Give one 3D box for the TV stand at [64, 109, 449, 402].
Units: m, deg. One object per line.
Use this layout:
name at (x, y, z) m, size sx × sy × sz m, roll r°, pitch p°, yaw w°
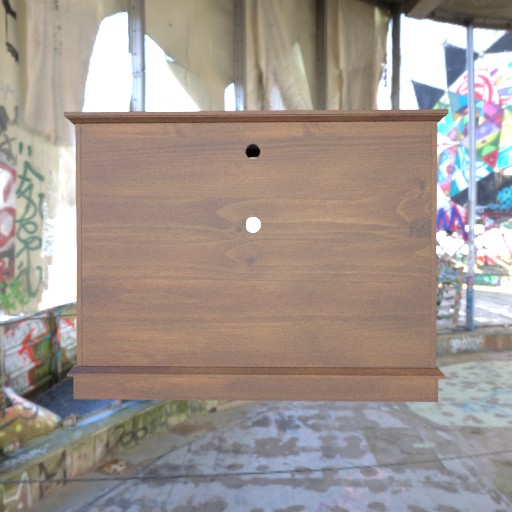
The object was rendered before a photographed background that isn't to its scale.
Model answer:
TV stand at (0.000, 0.000, 1.437) m, size 1.067 × 0.813 × 0.406 m, roll 0°, pitch 1°, yaw 1°
